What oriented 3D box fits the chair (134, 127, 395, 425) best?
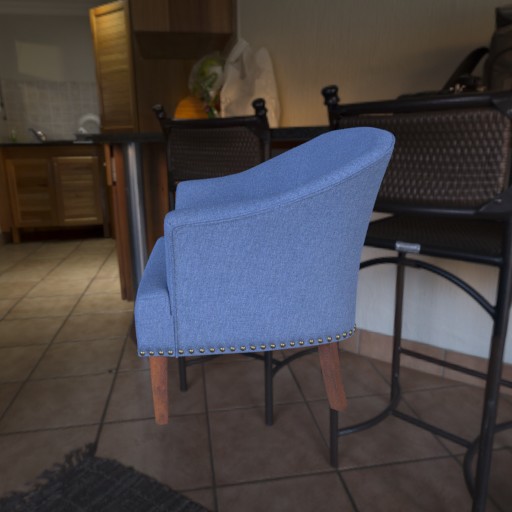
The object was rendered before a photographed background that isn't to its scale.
[{"bbox_3d":[0.000,0.000,1.456,0.704,0.815,0.798,-2,15,-7],"label":"chair"}]
